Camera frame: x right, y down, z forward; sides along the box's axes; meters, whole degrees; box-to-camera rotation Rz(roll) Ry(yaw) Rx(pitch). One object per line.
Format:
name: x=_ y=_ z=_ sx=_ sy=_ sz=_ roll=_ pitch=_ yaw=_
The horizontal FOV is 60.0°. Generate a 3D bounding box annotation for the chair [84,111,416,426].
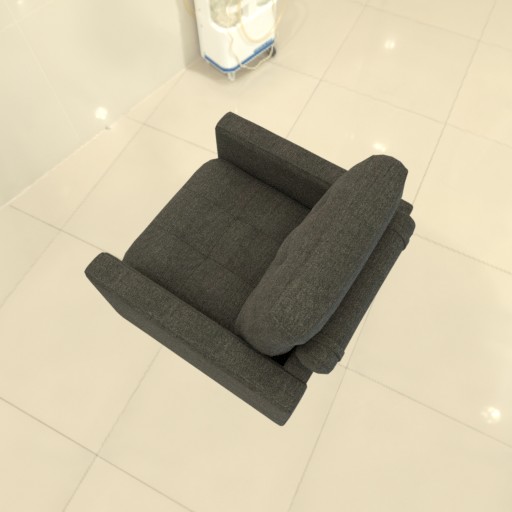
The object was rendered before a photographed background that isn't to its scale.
chair: x=0.000 y=0.000 z=1.571 sx=0.843 sy=0.880 sz=0.821 roll=31 pitch=68 yaw=14
